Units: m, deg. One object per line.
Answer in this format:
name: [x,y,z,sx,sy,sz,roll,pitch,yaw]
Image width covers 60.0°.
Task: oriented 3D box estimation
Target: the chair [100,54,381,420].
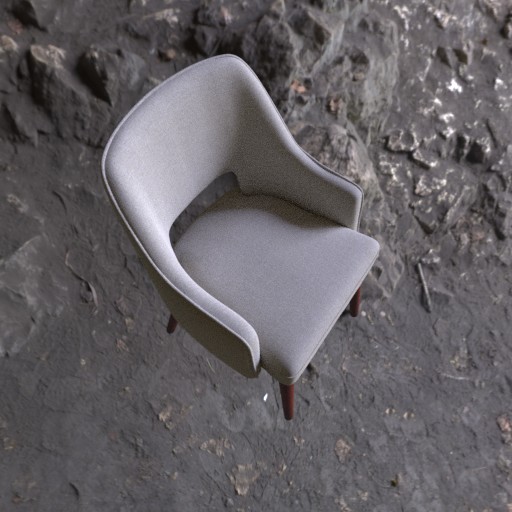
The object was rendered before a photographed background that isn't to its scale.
chair: [0.000,0.000,1.210,0.580,0.840,0.560,31,63,17]
